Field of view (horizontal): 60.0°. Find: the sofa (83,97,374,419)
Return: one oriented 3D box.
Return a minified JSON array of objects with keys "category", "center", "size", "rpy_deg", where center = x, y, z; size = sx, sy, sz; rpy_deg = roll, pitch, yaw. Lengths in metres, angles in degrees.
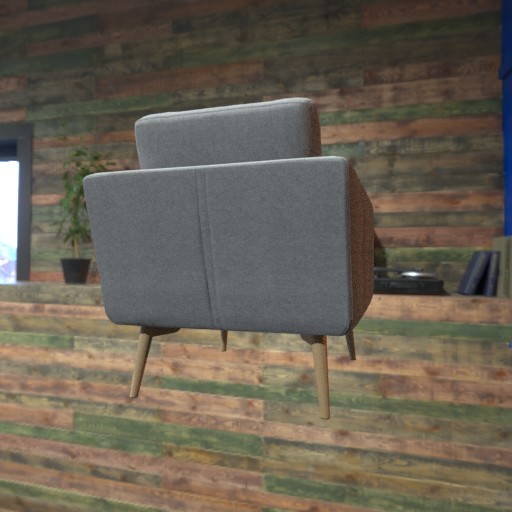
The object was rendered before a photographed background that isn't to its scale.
[{"category":"sofa","center":[0.000,0.000,1.559],"size":[0.770,0.860,0.920],"rpy_deg":[0,-1,18]}]
